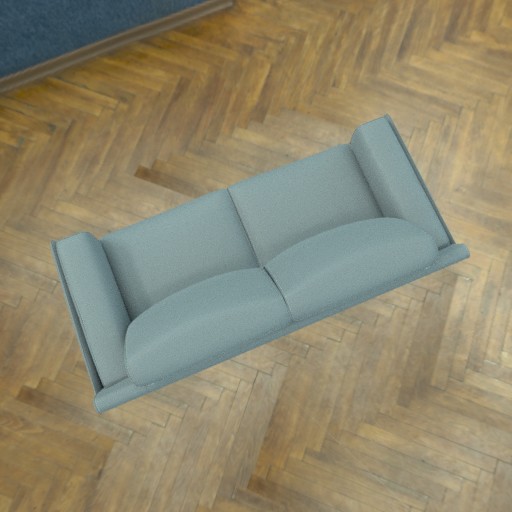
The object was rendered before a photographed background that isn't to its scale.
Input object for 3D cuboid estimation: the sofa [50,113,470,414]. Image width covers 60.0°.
[{"bbox_3d":[0.000,0.000,2.529,2.100,0.900,0.969,-22,77,-5],"label":"sofa"}]
